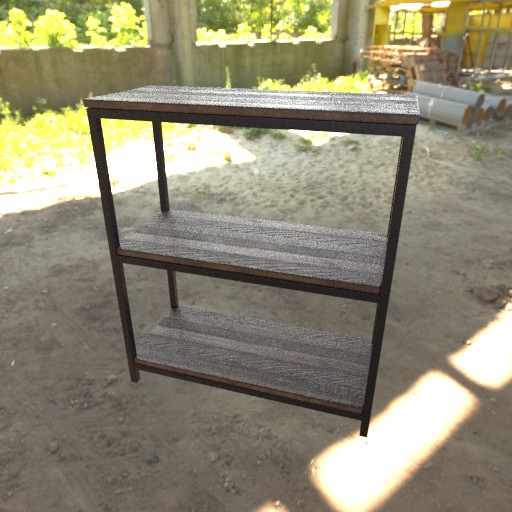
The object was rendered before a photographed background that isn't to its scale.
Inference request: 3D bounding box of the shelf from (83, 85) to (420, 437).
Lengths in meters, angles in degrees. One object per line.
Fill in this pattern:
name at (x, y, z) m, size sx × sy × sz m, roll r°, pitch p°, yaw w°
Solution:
shelf at (0.000, 0.000, 1.392) m, size 0.822 × 0.947 × 0.352 m, roll 8°, pitch 28°, yaw 15°
